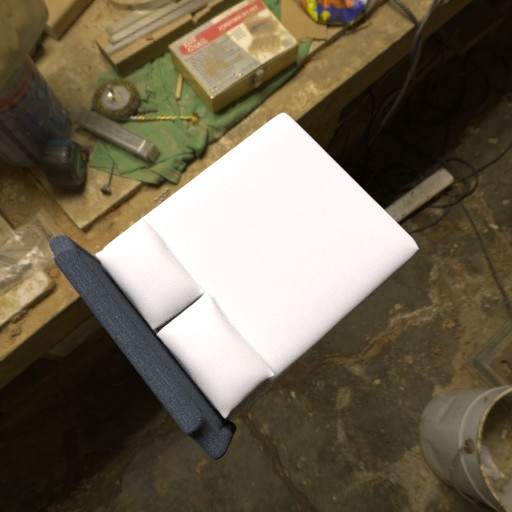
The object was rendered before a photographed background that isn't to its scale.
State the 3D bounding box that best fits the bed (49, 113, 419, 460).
[{"bbox_3d":[0.000,0.000,3.435,2.208,1.297,1.828,-40,78,-10],"label":"bed"}]
